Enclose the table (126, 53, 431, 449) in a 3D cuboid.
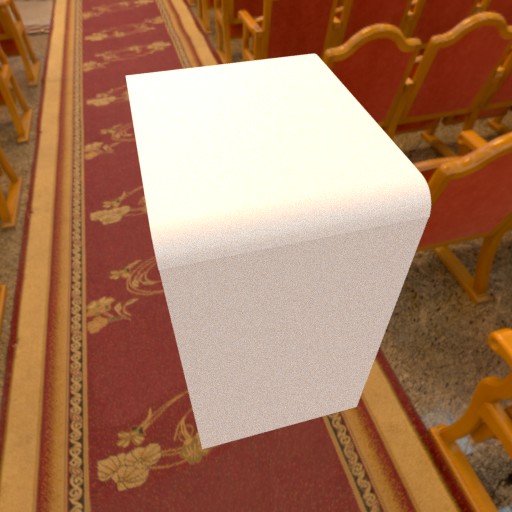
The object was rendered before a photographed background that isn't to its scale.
[{"bbox_3d":[0.000,0.000,0.866,0.350,0.590,0.450,-11,48,-10],"label":"table"}]
